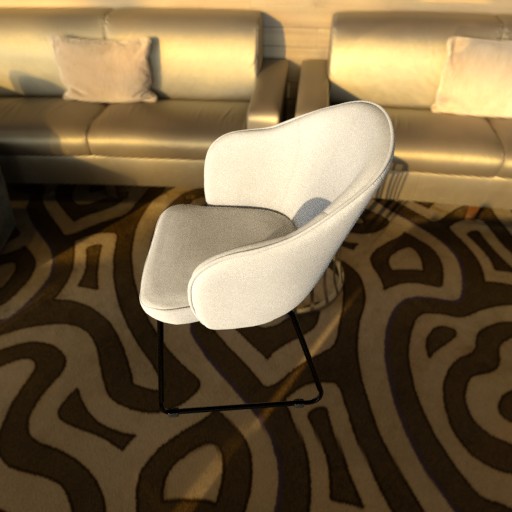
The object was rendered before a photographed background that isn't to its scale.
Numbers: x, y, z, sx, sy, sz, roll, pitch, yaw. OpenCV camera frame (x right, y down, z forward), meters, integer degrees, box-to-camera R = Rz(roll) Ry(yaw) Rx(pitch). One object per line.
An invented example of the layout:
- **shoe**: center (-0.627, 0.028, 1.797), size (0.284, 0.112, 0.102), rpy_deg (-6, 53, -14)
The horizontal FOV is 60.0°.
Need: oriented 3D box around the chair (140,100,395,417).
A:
- **chair**: center (0.000, 0.000, 1.233), size (0.592, 0.817, 0.570), rpy_deg (-1, 41, -1)
